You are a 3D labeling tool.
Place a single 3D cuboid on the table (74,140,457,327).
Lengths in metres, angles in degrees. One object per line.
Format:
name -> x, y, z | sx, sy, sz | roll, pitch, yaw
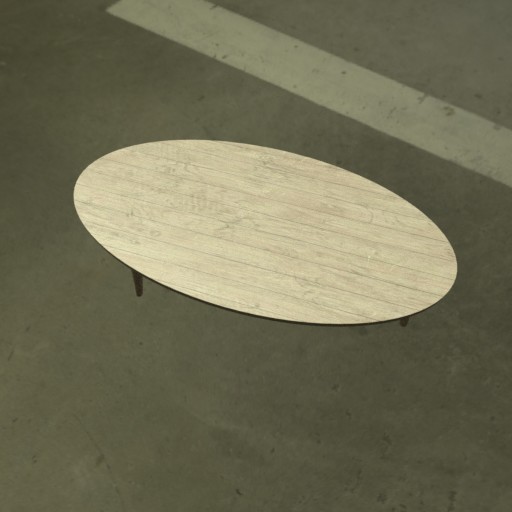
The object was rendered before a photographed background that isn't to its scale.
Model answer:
table -> 0.000, 0.000, 1.389 | 1.083, 0.390, 0.542 | 15, 61, 9
